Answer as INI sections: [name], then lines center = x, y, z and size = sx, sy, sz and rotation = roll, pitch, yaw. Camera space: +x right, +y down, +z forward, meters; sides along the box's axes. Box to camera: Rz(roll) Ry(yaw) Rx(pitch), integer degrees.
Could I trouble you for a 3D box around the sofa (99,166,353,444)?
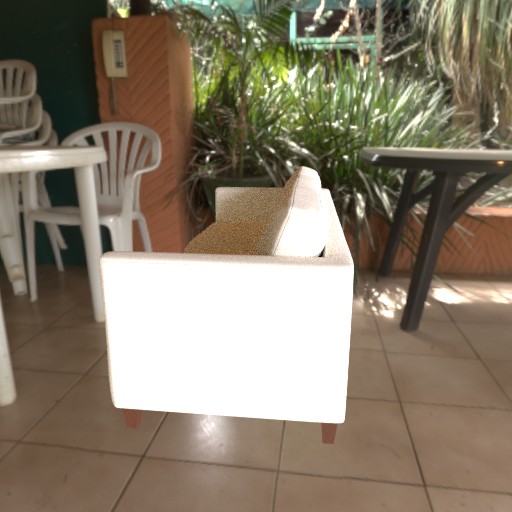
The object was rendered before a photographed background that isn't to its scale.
[sofa]
center = 0.000, 0.000, 2.585
size = 0.924, 0.933, 2.139
rotation = 2, 16, 7
